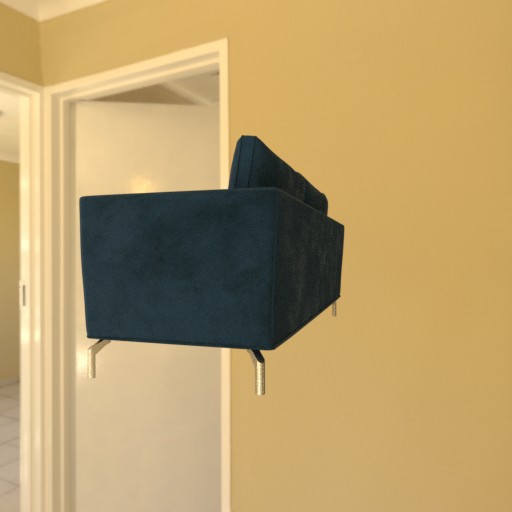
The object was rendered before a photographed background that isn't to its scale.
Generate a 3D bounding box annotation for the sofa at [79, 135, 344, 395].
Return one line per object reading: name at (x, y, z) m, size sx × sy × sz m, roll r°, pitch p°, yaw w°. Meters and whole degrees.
sofa at (0.000, 0.000, 2.729) m, size 0.853 × 0.998 × 2.212 m, roll 0°, pitch 0°, yaw 17°
